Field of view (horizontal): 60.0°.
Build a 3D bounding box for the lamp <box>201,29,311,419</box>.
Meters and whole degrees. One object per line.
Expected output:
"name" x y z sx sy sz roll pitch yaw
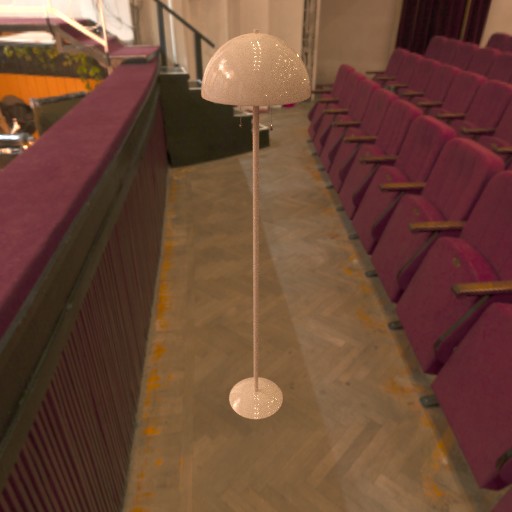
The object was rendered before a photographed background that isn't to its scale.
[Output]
"lamp" 0.000 0.000 1.624 0.328 1.480 0.328 -1 31 -1
